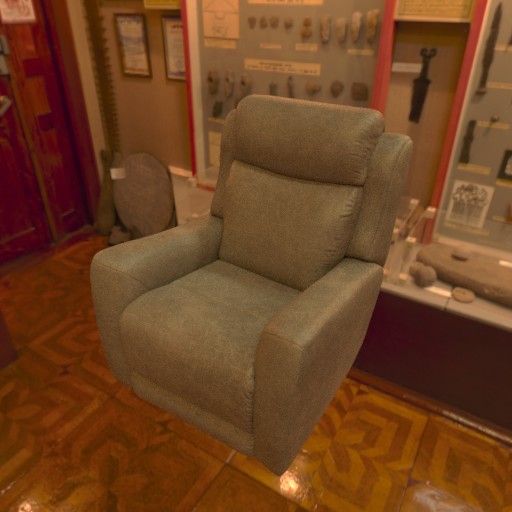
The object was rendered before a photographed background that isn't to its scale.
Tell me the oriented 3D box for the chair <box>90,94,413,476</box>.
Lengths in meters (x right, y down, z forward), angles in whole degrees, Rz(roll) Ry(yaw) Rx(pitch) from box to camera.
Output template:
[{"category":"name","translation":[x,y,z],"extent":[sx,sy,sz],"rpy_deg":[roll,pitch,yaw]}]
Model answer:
[{"category":"chair","translation":[0.000,0.000,1.881],"extent":[0.965,1.116,1.068],"rpy_deg":[19,36,28]}]
